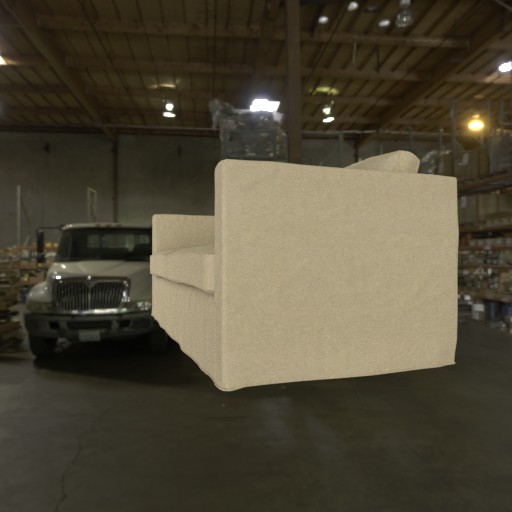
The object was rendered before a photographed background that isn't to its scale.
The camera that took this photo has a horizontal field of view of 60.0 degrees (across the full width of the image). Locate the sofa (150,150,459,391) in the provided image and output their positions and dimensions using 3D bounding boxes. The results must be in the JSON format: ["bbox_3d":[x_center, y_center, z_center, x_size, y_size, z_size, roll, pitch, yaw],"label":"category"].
[{"bbox_3d":[0.000,0.000,2.410,0.962,0.835,1.959,0,0,-19],"label":"sofa"}]
